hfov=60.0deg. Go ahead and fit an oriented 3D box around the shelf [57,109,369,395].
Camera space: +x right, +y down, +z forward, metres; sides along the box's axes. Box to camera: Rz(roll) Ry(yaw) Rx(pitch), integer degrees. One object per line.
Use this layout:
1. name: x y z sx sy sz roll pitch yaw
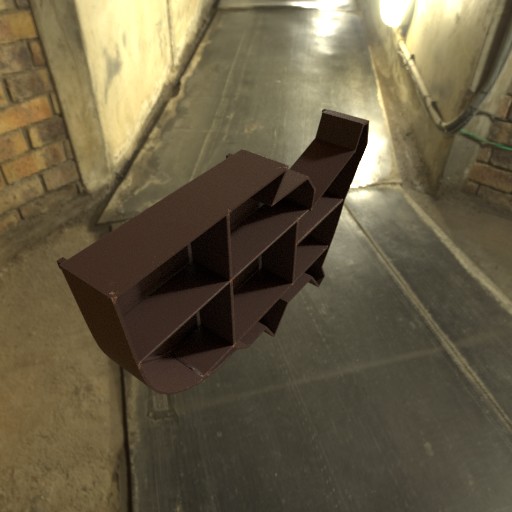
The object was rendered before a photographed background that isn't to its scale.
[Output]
1. shelf: 0.000 0.000 0.912 0.112 0.439 0.729 26 47 26
